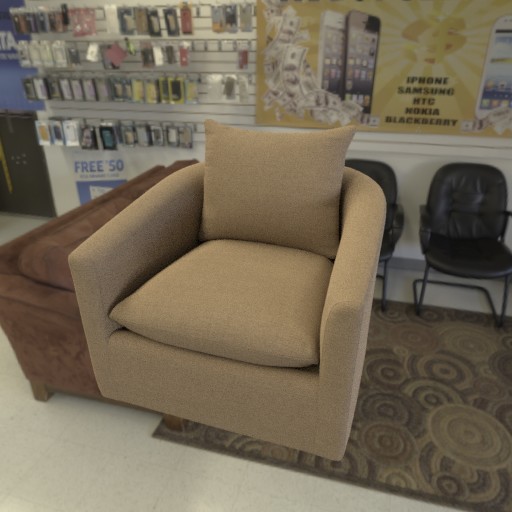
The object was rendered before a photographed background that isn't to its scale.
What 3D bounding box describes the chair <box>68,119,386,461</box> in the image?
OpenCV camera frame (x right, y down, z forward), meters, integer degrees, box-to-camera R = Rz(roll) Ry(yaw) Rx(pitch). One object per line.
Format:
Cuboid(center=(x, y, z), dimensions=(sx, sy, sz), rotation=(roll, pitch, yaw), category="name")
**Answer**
Cuboid(center=(0.000, 0.000, 1.576), dimensions=(0.845, 0.848, 0.910), rotation=(8, 27, 17), category="chair")
